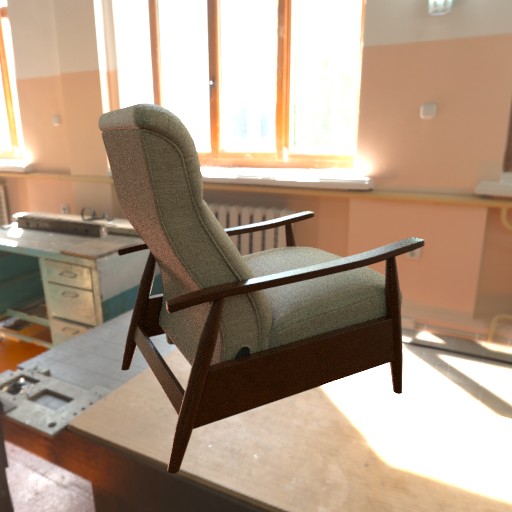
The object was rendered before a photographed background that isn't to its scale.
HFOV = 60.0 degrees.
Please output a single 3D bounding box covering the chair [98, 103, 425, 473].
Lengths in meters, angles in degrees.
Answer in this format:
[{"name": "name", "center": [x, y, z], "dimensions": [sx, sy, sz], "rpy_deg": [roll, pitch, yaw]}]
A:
[{"name": "chair", "center": [0.000, 0.000, 1.742], "dimensions": [1.014, 1.082, 0.762], "rpy_deg": [-8, 17, -27]}]
